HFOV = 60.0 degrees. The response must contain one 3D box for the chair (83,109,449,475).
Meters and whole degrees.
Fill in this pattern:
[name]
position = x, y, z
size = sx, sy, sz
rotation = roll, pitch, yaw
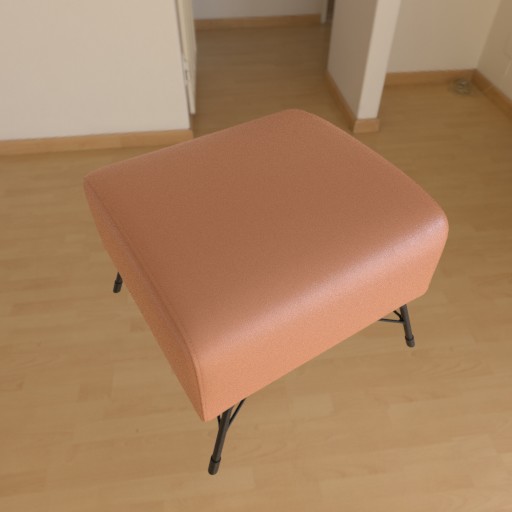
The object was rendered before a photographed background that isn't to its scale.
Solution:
[chair]
position = 0.000, 0.000, 0.921
size = 0.530, 0.410, 0.530
rotation = -24, 50, -22
